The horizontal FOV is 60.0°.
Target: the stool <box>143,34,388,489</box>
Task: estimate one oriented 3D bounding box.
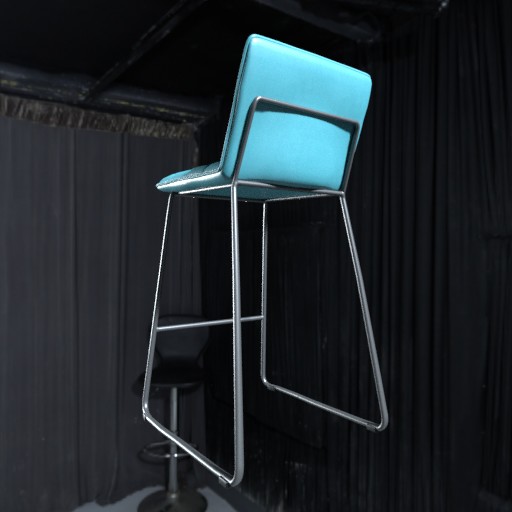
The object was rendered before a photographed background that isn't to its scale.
[{"bbox_3d":[0.000,0.000,1.222,0.489,0.936,0.524,-1,1,-36],"label":"stool"}]
